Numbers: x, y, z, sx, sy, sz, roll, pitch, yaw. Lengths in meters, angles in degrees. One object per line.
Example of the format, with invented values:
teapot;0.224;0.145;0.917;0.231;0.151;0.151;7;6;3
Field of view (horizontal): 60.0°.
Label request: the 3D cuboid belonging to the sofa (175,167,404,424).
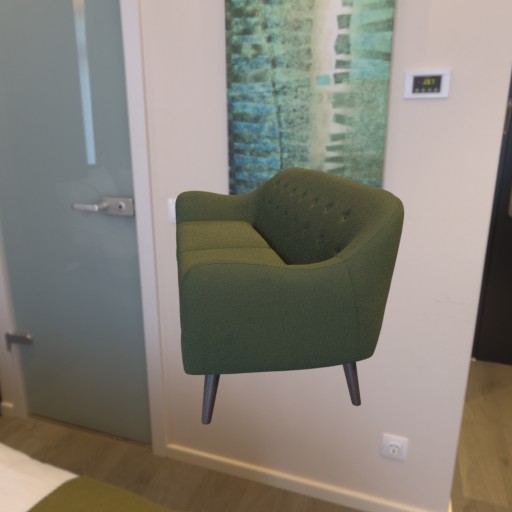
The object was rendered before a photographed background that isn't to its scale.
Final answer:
sofa;0.000;0.000;2.311;0.820;0.836;1.840;-3;16;-10
